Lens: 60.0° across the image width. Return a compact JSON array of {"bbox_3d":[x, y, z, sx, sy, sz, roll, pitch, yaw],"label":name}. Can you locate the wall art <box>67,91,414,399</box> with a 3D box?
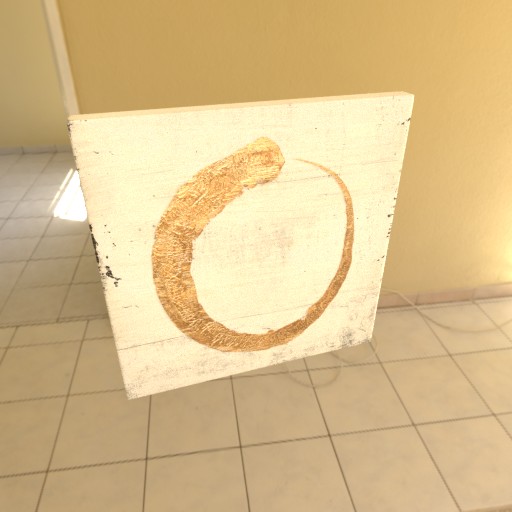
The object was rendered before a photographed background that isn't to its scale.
[{"bbox_3d":[0.000,0.000,0.918,0.610,0.611,0.040,-10,33,-15],"label":"wall art"}]
